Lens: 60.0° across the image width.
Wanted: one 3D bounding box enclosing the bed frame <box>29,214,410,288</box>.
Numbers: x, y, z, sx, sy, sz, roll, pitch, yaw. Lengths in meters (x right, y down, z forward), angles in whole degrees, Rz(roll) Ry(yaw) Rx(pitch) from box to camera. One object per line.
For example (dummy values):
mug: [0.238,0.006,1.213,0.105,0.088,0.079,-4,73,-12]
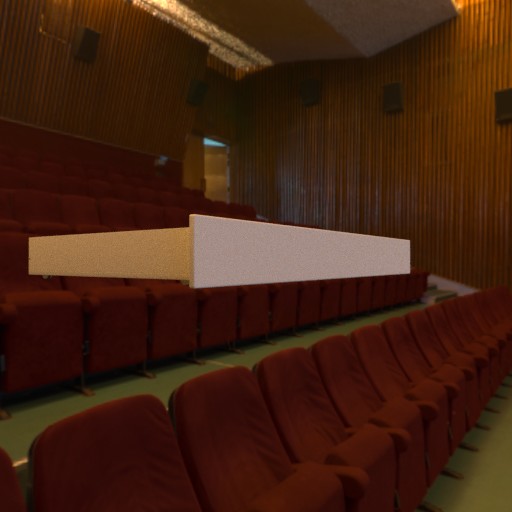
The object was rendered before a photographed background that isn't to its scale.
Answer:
bed frame: [0.000,0.000,1.561,0.670,0.141,1.300,-1,-1,36]
